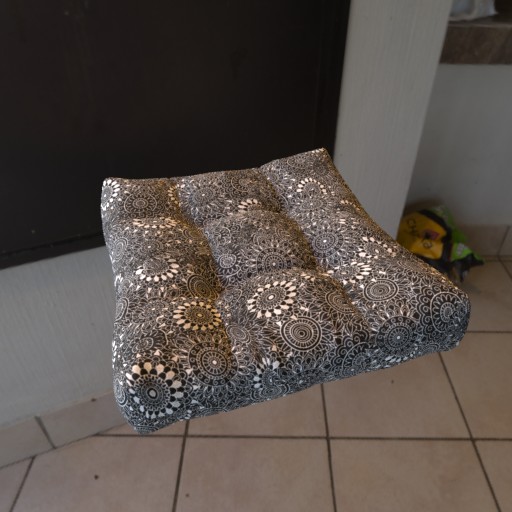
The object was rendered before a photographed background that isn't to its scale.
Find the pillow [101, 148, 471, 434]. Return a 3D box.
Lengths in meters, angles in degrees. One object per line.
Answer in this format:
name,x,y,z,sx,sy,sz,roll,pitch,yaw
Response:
pillow,0.000,0.000,0.718,0.468,0.128,0.490,-11,39,-14
